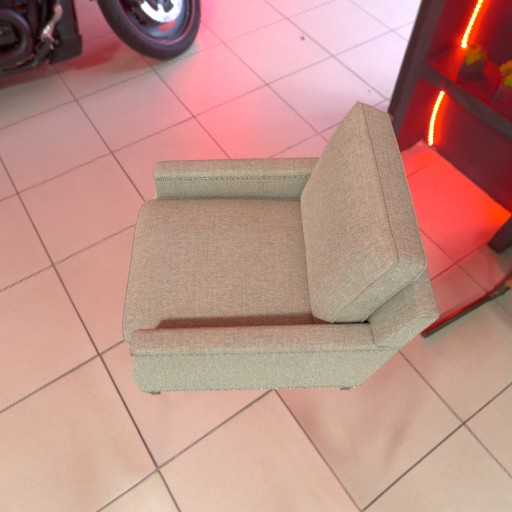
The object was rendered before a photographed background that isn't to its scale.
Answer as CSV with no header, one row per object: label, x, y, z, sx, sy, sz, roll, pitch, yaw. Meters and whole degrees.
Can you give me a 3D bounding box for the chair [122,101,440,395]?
chair,0.000,0.000,1.727,1.014,0.943,0.853,-1,58,-1
